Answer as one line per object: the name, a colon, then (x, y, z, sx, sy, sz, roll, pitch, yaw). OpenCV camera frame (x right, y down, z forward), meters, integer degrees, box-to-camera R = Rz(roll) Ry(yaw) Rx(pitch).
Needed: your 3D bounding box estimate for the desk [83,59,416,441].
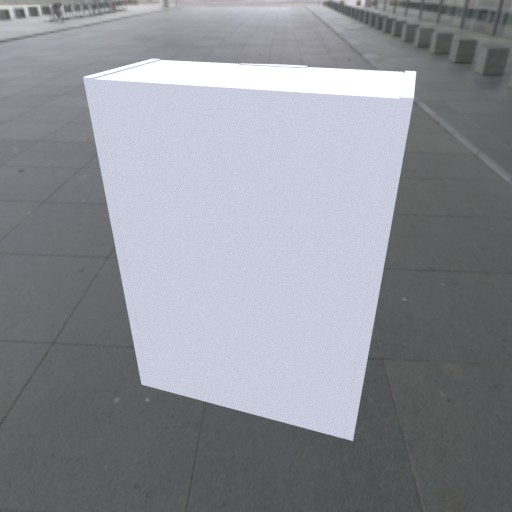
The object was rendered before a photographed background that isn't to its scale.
desk: (0.000, 0.000, 1.545, 0.850, 1.190, 0.390, 10, 33, 15)
